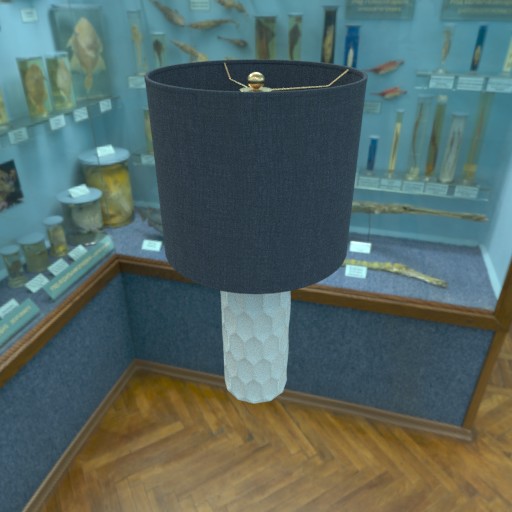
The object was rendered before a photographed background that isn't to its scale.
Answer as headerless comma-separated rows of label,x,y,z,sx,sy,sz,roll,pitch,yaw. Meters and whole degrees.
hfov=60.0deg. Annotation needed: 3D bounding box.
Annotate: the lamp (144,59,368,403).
lamp,0.000,0.000,0.694,0.277,0.537,0.277,9,31,15
